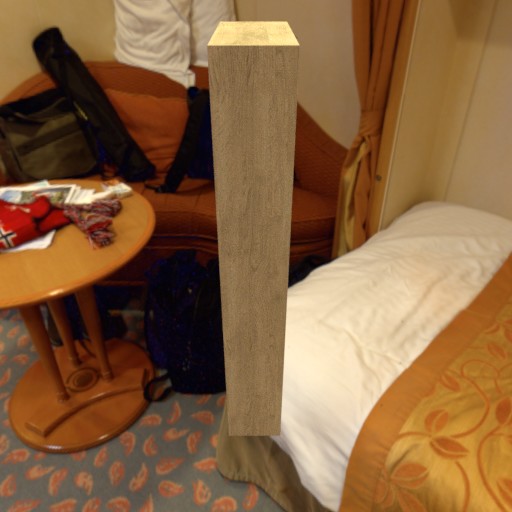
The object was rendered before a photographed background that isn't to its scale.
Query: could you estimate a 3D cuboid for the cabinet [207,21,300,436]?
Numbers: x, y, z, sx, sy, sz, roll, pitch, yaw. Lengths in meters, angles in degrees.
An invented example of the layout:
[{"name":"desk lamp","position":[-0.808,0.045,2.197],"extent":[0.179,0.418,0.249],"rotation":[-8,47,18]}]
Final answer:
[{"name":"cabinet","position":[0.000,0.000,1.791],"extent":[0.250,1.630,0.520],"rotation":[0,34,0]}]
